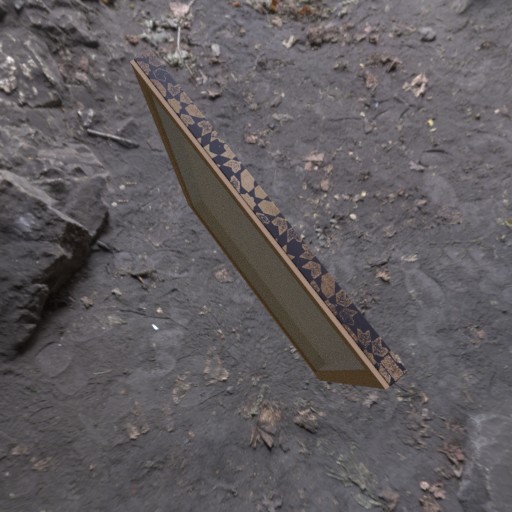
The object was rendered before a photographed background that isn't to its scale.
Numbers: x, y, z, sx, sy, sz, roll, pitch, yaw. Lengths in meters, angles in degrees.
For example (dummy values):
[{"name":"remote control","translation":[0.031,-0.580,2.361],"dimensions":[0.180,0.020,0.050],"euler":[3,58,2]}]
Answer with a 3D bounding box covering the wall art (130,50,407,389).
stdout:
[{"name":"wall art","translation":[0.000,0.000,0.927],"dimensions":[0.038,0.612,0.612],"euler":[-36,78,-9]}]
